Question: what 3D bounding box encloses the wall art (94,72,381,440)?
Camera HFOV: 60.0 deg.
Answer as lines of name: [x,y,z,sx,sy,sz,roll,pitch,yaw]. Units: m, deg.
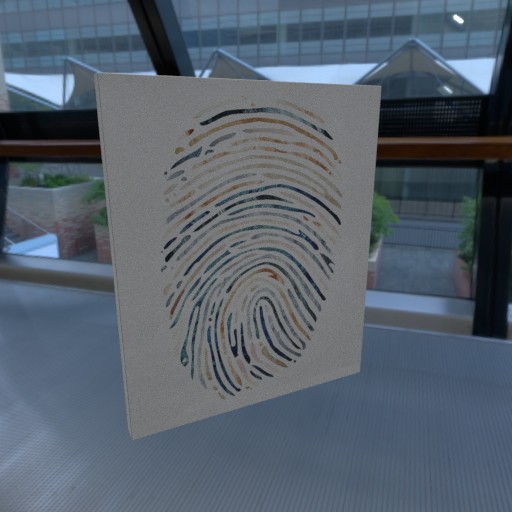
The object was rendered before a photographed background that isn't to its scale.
wall art: [0.000,0.000,0.823,0.508,0.606,0.037,-8,18,-25]
